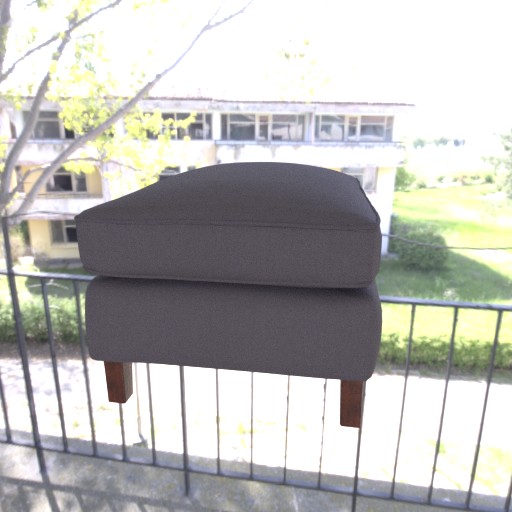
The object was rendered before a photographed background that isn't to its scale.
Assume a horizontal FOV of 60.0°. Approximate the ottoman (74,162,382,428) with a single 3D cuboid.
[{"bbox_3d":[0.000,0.000,0.993,0.508,0.406,0.686,3,16,9],"label":"ottoman"}]
